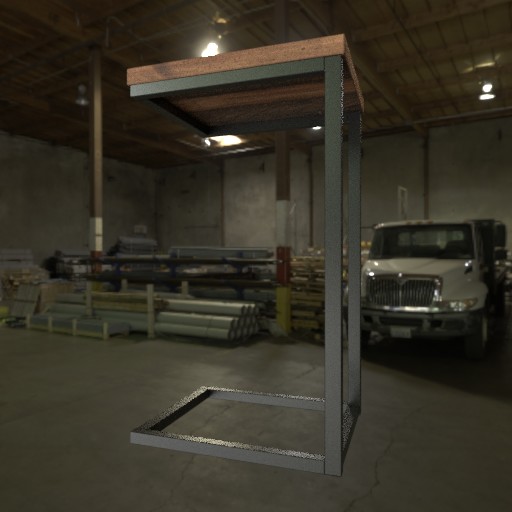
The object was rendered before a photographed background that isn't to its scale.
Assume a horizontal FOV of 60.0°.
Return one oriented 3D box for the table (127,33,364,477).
[{"bbox_3d":[0.000,0.000,0.933,0.414,0.718,0.323,0,0,19],"label":"table"}]
